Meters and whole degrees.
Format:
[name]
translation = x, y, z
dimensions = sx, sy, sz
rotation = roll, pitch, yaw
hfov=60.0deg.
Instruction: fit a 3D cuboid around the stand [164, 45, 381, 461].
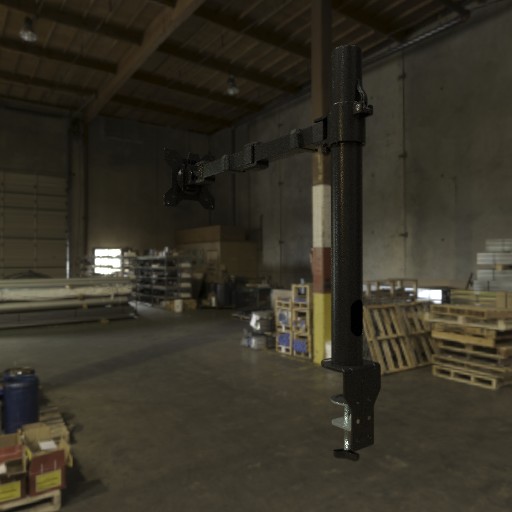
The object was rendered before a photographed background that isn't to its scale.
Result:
[stand]
translation = 0.000, 0.000, 0.714
dimensions = 0.115, 0.510, 0.456
rotation = 1, -1, -36
